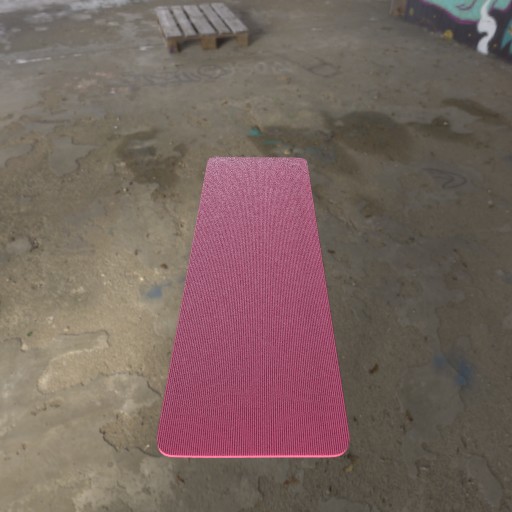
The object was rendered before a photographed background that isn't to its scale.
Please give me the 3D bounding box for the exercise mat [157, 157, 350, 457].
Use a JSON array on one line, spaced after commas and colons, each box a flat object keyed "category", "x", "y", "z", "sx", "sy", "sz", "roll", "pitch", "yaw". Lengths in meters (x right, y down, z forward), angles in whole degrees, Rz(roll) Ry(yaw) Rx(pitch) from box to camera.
[{"category": "exercise mat", "x": 0.000, "y": 0.000, "z": 2.078, "sx": 0.616, "sy": 0.021, "sz": 1.884, "roll": 0, "pitch": 41, "yaw": 0}]
